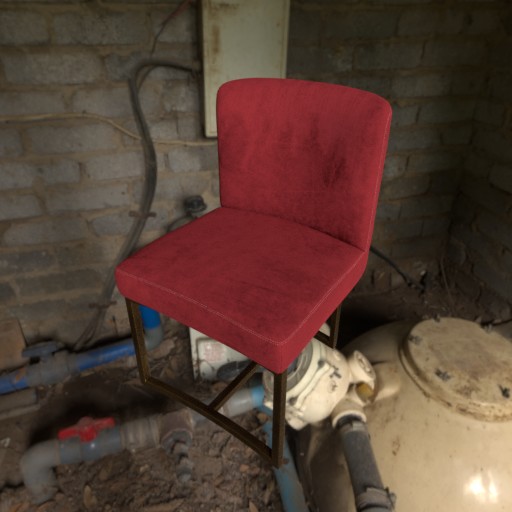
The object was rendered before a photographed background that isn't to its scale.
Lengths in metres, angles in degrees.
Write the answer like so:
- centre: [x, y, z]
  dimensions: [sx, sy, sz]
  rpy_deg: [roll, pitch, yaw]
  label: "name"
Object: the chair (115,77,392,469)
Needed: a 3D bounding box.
- centre: [0.000, 0.000, 1.198]
  dimensions: [0.530, 0.824, 0.560]
  rpy_deg: [20, 36, 29]
  label: "chair"
